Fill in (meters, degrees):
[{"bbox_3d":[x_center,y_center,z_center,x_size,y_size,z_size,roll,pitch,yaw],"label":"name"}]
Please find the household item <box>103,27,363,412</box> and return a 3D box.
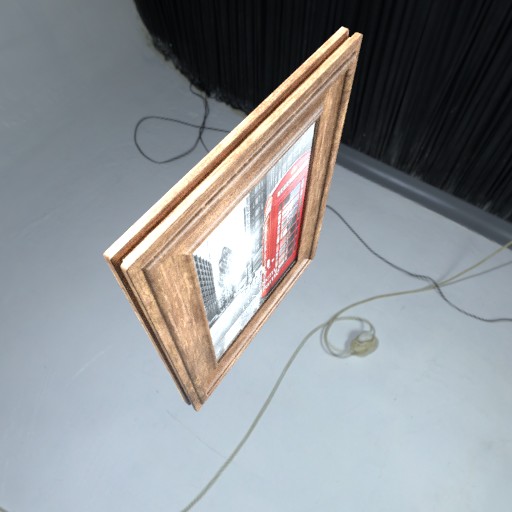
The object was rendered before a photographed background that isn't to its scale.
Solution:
[{"bbox_3d":[0.000,0.000,0.309,0.018,0.237,0.186,31,63,18],"label":"household item"}]
